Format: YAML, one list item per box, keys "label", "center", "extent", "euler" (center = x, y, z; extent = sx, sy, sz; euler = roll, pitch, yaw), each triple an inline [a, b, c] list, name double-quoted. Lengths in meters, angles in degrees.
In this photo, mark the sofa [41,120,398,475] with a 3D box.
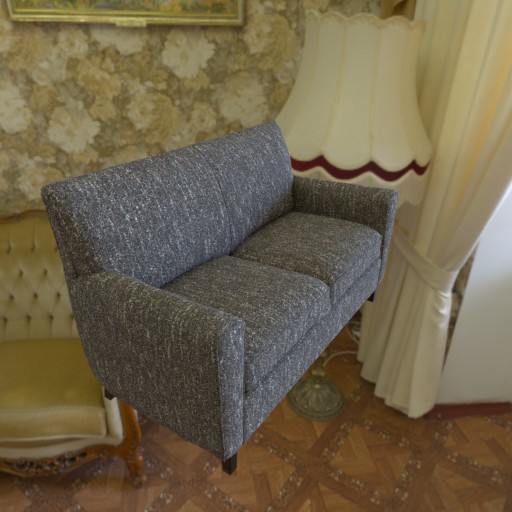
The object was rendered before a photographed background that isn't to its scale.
- label: "sofa"
  center: [0.000, 0.000, 2.036]
  extent: [0.801, 0.946, 1.519]
  euler: [18, 32, 30]
